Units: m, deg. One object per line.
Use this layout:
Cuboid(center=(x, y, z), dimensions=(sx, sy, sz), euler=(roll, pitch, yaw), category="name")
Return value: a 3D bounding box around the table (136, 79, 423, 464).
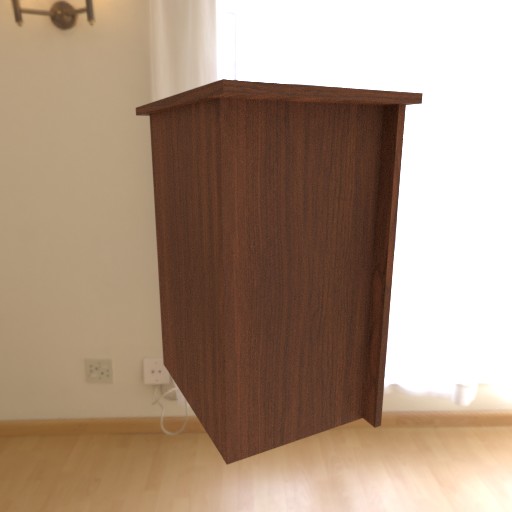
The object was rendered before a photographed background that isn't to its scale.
Cuboid(center=(0.000, 0.000, 1.077), dimensions=(0.406, 0.711, 0.589), euler=(-7, 16, -26), category="table")
